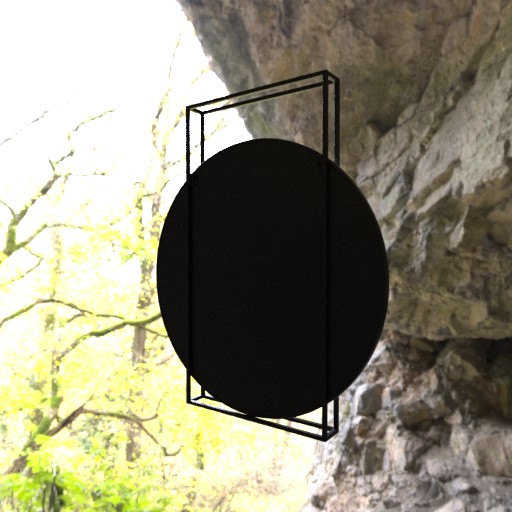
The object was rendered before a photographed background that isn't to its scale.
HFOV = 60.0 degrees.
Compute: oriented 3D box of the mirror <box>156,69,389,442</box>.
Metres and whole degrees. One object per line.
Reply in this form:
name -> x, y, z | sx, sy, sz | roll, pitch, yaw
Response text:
mirror -> 0.000, 0.000, 0.828 | 0.508, 0.603, 0.051 | 1, 1, 36
